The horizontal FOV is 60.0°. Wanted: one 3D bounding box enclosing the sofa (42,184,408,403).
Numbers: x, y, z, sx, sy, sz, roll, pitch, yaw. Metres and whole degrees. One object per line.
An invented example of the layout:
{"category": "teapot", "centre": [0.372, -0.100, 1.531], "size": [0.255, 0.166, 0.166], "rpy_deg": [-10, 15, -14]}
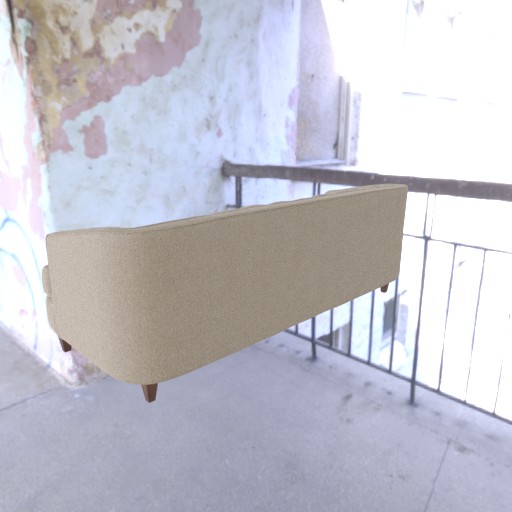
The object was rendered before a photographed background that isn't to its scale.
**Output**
{"category": "sofa", "centre": [0.000, 0.000, 2.704], "size": [2.235, 0.788, 0.913], "rpy_deg": [-15, 22, -42]}
